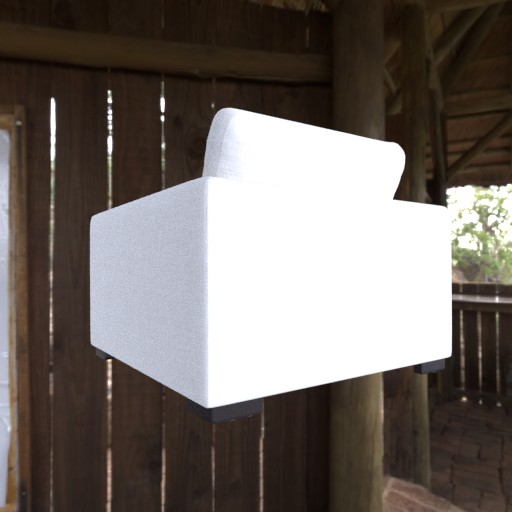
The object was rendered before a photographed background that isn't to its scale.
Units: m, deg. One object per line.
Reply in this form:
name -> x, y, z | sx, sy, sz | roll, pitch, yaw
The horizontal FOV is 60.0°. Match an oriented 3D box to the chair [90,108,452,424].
chair -> 0.000, 0.000, 1.837 | 1.070, 0.876, 1.100 | 1, -1, -35
